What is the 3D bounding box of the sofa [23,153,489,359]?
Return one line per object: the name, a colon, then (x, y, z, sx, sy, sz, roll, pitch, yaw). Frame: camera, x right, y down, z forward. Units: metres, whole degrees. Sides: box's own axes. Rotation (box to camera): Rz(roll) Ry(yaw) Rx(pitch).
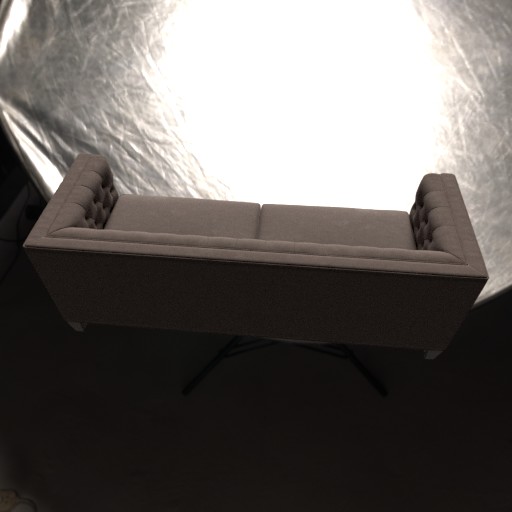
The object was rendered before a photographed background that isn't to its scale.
sofa: (0.000, 0.000, 2.561, 2.159, 0.762, 0.775, 4, 48, 3)
